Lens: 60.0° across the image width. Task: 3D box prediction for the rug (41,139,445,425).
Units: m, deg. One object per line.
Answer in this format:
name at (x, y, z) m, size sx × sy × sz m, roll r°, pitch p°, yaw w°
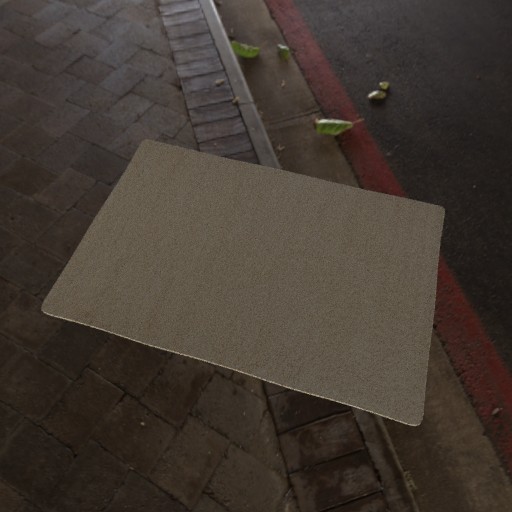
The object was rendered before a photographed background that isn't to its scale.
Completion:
rug at (0.000, 0.000, 3.404) m, size 2.698 × 0.025 × 1.798 m, roll 15°, pitch 60°, yaw 9°
